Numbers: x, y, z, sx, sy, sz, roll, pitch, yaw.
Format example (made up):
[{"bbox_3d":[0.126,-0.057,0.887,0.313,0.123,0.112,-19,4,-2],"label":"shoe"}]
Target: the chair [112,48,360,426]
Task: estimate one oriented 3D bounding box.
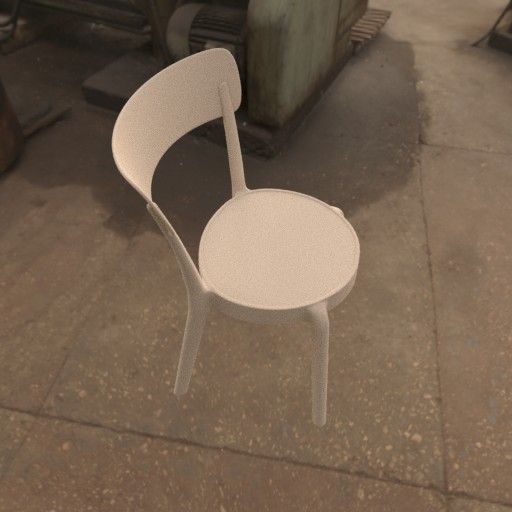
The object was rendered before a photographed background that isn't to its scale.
[{"bbox_3d":[0.000,0.000,1.097,0.491,0.790,0.506,10,49,9],"label":"chair"}]
